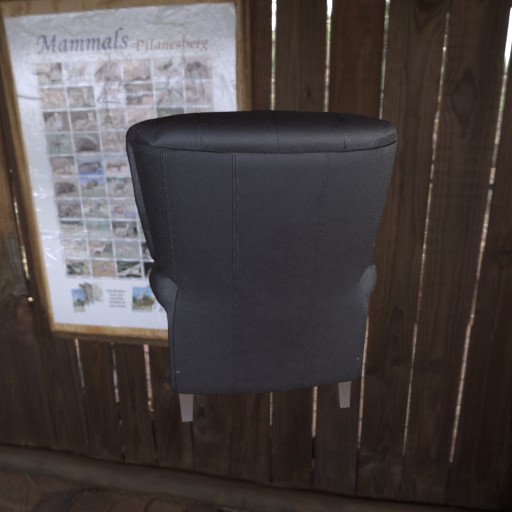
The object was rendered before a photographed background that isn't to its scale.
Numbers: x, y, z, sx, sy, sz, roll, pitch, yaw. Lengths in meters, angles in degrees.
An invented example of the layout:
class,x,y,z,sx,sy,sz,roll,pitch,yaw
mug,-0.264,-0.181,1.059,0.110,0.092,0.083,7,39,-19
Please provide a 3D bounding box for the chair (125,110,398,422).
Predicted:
class,x,y,z,sx,sy,sz,roll,pitch,yaw
chair,0.000,0.000,1.917,0.948,1.158,1.058,-2,15,-8
